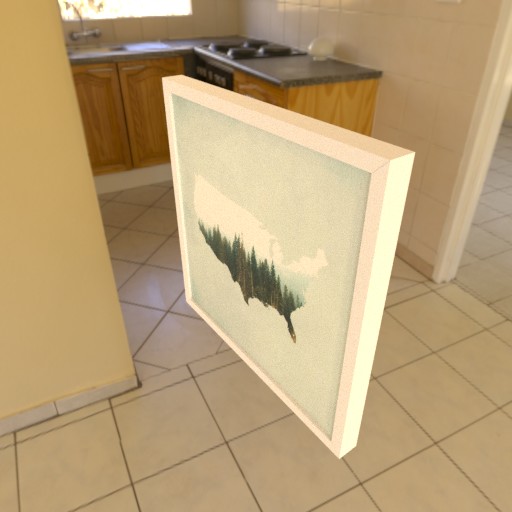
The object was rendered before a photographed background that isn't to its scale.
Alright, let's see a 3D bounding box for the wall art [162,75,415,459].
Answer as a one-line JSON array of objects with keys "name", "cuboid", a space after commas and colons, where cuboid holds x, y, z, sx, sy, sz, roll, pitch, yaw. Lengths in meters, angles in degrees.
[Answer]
[{"name": "wall art", "cuboid": [0.000, 0.000, 0.458, 0.024, 0.304, 0.304, -22, 39, -30]}]
